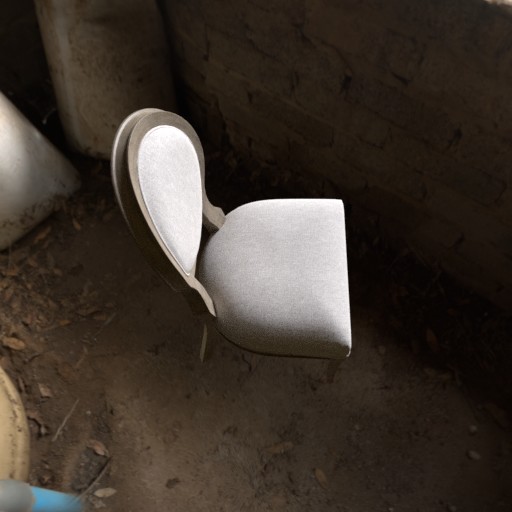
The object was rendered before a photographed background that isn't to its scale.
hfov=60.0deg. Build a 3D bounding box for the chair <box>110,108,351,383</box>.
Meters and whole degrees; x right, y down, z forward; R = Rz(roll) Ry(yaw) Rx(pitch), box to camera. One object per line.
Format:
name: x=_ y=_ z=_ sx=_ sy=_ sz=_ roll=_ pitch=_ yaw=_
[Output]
chair: x=0.000 y=0.000 z=1.352 sx=0.602 sy=0.990 sz=0.558 roll=2 pitch=62 yaw=1
